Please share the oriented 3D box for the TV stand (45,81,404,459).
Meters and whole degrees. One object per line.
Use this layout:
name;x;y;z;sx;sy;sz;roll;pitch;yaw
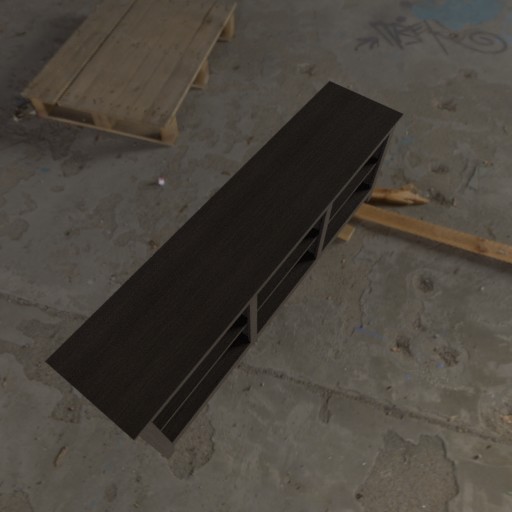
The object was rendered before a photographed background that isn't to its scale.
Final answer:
TV stand;0.000;0.000;2.024;0.406;0.610;1.778;32;64;18
